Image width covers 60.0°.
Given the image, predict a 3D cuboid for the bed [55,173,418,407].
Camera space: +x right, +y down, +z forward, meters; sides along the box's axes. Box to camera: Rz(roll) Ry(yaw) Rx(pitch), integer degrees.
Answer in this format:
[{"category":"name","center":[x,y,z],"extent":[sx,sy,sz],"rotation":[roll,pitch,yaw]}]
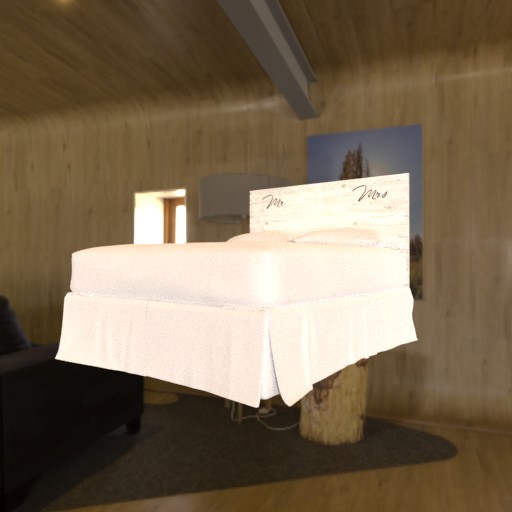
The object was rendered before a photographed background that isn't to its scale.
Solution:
[{"category":"bed","center":[0.000,0.000,3.182],"extent":[1.745,1.335,2.094],"rotation":[0,0,37]}]
